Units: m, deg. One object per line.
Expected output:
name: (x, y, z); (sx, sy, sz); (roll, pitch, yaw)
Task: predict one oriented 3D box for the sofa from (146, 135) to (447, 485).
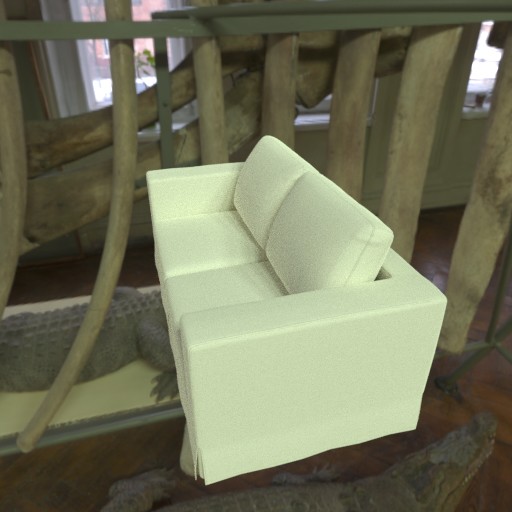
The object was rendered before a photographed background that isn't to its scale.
sofa: (0.000, 0.000, 2.380); (1.009, 0.932, 1.813); (-8, 31, -14)
